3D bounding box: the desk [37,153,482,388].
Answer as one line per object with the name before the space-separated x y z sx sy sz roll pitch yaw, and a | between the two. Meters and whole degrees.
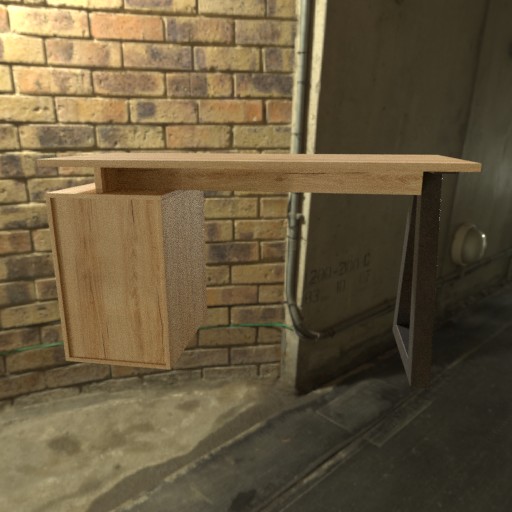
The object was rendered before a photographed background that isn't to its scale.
desk | 0.000 0.000 1.741 1.400 0.760 0.550 2 16 9
